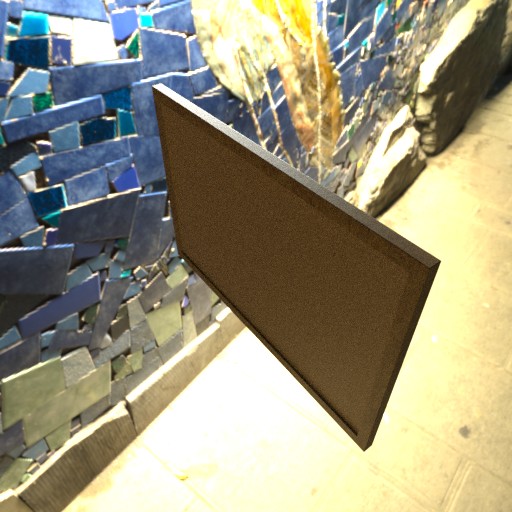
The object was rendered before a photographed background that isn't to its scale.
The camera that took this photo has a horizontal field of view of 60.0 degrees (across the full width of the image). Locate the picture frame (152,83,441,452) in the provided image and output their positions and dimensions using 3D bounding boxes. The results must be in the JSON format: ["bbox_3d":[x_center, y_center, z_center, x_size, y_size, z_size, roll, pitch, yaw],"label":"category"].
[{"bbox_3d":[0.000,0.000,1.165,0.029,0.621,0.922,-27,48,-27],"label":"picture frame"}]
